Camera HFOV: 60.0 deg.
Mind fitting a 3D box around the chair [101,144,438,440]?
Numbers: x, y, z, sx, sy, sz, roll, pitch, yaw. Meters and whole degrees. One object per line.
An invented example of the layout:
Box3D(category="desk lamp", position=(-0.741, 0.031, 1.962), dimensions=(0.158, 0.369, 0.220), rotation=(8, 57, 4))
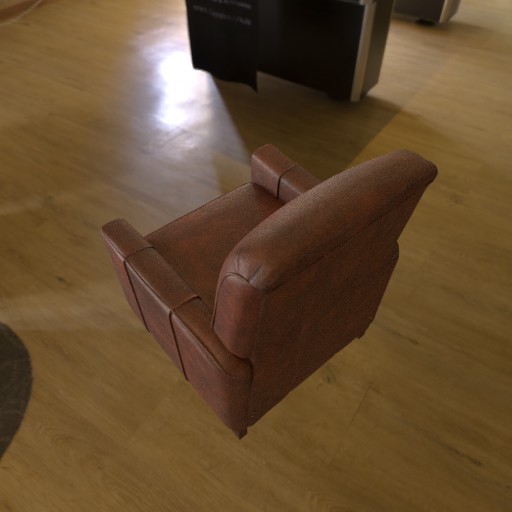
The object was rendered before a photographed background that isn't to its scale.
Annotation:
Box3D(category="chair", position=(0.000, 0.000, 1.663), dimensions=(0.843, 1.043, 0.836), rotation=(-32, 55, -26))
